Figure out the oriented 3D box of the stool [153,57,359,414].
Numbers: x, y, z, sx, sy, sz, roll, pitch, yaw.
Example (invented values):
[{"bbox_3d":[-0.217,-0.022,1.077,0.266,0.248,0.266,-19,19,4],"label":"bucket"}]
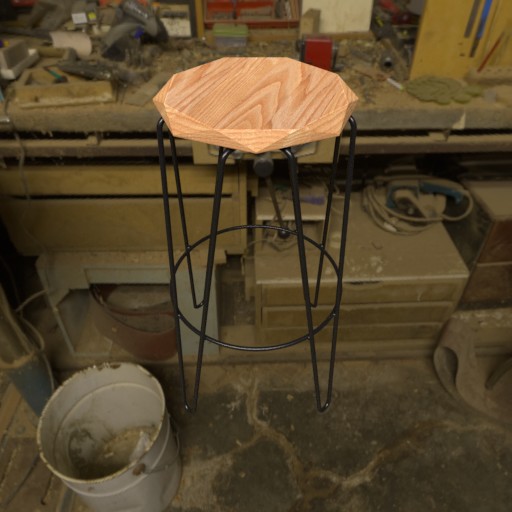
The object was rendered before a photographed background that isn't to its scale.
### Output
[{"bbox_3d":[0.000,0.000,0.801,0.326,0.610,0.326,0,43,0],"label":"stool"}]
